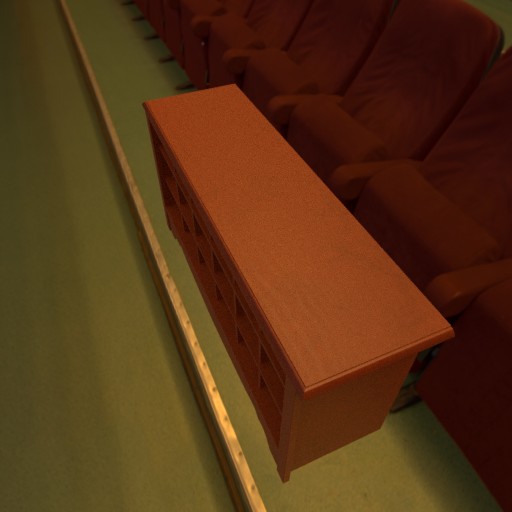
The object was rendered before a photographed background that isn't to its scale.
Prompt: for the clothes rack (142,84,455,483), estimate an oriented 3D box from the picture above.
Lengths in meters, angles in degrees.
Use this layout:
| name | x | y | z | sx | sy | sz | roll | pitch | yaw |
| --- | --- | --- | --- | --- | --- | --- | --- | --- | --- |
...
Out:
| name | x | y | z | sx | sy | sz | roll | pitch | yaw |
| --- | --- | --- | --- | --- | --- | --- | --- | --- | --- |
| clothes rack | 0.000 | 0.000 | 1.479 | 0.362 | 0.594 | 1.251 | -18 | 49 | -16 |
